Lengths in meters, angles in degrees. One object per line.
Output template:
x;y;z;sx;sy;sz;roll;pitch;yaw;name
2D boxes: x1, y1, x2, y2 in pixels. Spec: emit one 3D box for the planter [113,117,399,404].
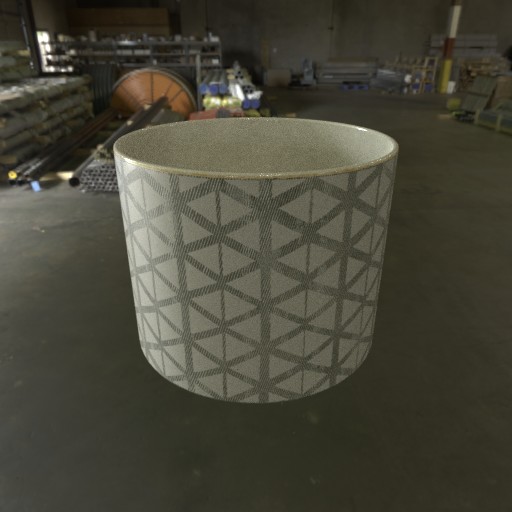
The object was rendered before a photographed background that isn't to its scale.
0.000;0.000;0.346;0.190;0.181;0.190;0;26;0;planter
